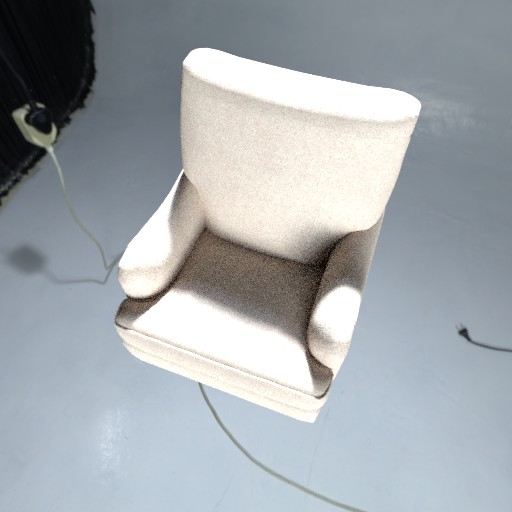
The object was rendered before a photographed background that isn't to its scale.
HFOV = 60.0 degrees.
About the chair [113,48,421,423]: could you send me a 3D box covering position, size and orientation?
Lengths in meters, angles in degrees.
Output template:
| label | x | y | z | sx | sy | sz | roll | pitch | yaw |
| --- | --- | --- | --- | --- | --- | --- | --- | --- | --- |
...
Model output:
| label | x | y | z | sx | sy | sz | roll | pitch | yaw |
| --- | --- | --- | --- | --- | --- | --- | --- | --- | --- |
| chair | 0.000 | 0.000 | 1.781 | 0.879 | 1.119 | 0.953 | 17 | 59 | 11 |
